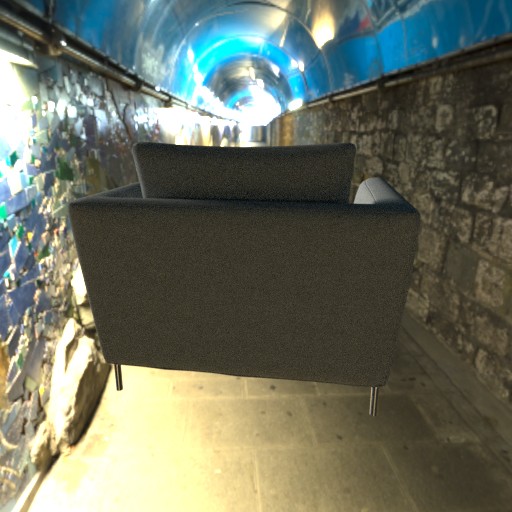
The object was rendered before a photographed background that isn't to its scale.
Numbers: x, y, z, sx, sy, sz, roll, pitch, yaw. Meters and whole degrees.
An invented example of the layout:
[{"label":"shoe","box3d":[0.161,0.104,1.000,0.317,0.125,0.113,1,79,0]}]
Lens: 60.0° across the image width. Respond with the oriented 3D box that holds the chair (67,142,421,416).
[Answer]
[{"label":"chair","box3d":[0.000,0.000,1.714,1.041,0.864,0.889,3,16,9]}]
